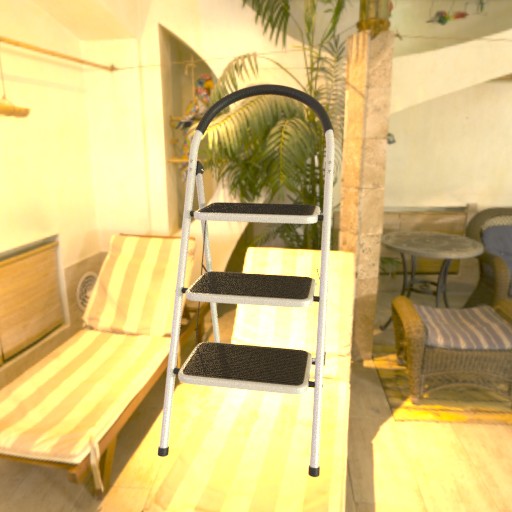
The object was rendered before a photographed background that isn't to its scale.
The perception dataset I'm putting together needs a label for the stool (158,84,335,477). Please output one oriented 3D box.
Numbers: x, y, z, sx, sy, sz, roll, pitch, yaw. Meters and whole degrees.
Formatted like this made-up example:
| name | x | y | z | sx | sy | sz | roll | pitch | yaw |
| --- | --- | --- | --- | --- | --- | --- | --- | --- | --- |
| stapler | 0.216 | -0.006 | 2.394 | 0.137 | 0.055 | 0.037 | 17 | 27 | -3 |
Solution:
| name | x | y | z | sx | sy | sz | roll | pitch | yaw |
| --- | --- | --- | --- | --- | --- | --- | --- | --- | --- |
| stool | 0.000 | 0.000 | 1.462 | 0.485 | 1.109 | 0.676 | 3 | 15 | 10 |
